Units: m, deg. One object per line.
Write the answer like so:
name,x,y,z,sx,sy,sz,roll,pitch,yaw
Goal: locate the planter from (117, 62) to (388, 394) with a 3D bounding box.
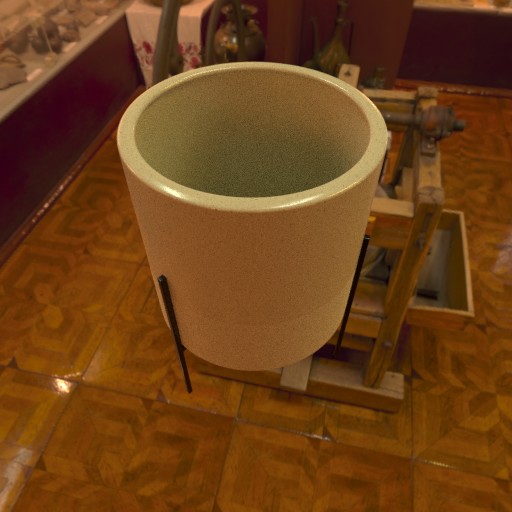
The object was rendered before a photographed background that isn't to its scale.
planter,0.000,0.000,0.696,0.323,0.475,0.314,11,49,10
